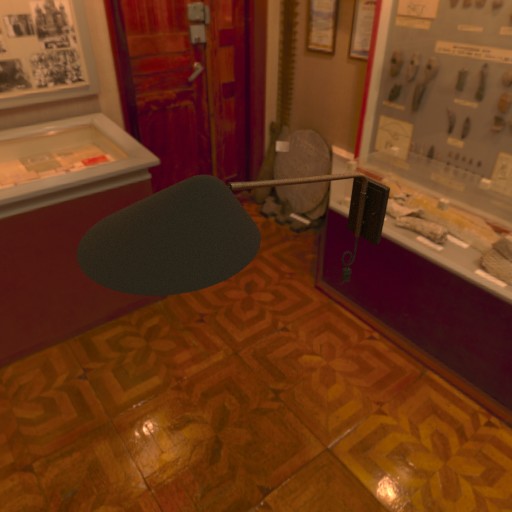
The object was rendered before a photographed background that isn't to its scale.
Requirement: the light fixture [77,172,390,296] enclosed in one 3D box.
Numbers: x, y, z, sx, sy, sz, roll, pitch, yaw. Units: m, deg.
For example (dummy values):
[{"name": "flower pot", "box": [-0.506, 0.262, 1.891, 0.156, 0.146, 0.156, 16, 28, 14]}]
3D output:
[{"name": "light fixture", "box": [0.000, 0.000, 0.704, 0.516, 0.312, 0.240, -21, 40, -28]}]
